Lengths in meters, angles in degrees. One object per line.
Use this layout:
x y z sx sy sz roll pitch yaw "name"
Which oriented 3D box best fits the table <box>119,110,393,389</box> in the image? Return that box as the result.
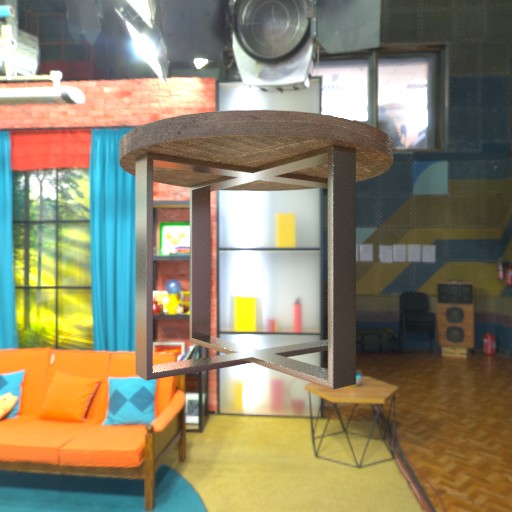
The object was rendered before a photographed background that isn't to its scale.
0.000 0.000 0.944 0.557 0.437 0.557 0 0 0 "table"
